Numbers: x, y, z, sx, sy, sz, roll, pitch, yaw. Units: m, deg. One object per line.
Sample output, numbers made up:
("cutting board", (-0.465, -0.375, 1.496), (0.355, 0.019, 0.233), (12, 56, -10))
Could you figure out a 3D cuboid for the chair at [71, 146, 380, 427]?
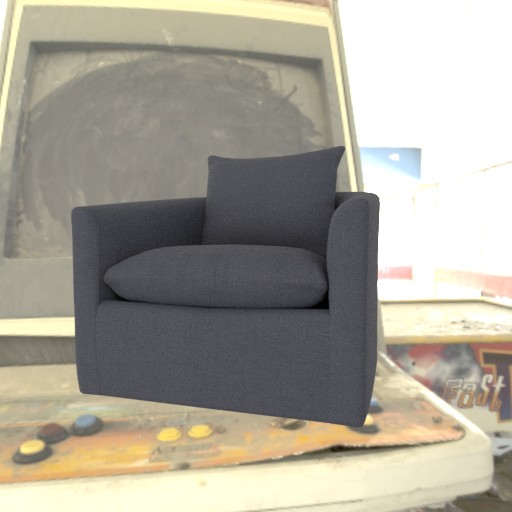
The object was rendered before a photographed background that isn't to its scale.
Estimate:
("chair", (0.000, 0.000, 1.569), (0.845, 0.848, 0.910), (0, 2, 18))
